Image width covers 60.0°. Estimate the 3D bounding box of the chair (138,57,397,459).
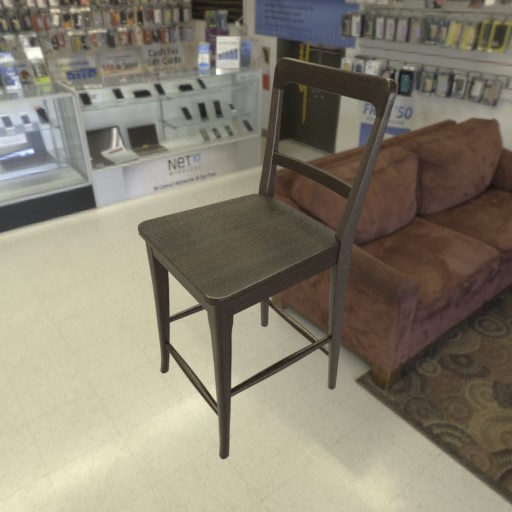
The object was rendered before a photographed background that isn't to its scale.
[{"bbox_3d":[0.000,0.000,1.299,0.546,0.991,0.450,-21,38,-29],"label":"chair"}]
